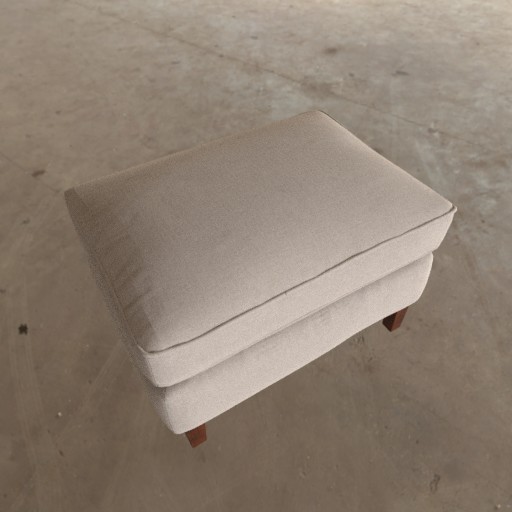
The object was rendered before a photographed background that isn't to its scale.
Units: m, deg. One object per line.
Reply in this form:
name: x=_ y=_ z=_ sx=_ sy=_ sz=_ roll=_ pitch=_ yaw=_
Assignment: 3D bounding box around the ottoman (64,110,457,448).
ottoman: x=0.000 y=0.000 z=0.993 sx=0.665 sy=0.456 sz=0.501 roll=-24 pitch=51 yaw=-21
